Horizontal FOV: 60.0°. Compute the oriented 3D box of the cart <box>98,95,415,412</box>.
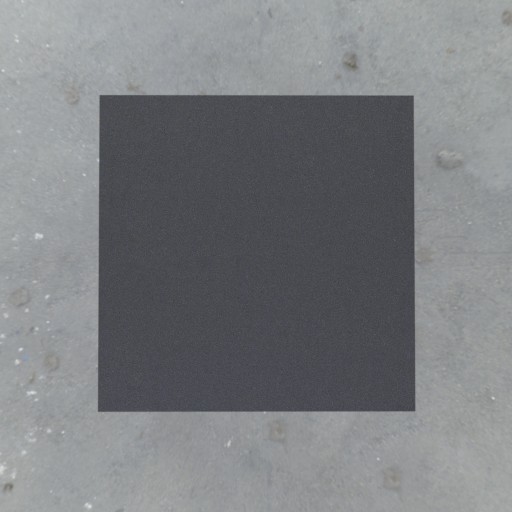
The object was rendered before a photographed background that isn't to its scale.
[{"bbox_3d":[0.000,0.000,1.109,0.520,0.762,0.521,0,89,0],"label":"cart"}]
